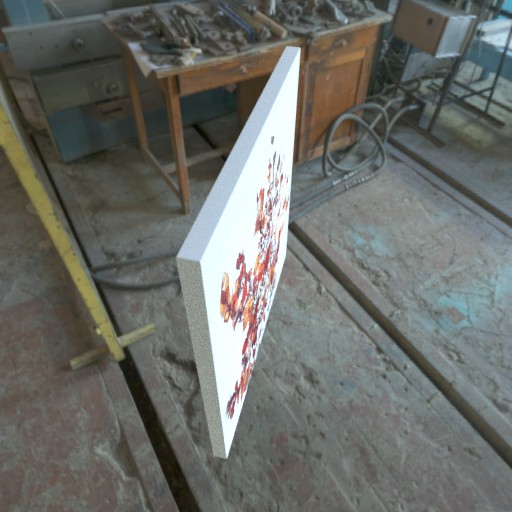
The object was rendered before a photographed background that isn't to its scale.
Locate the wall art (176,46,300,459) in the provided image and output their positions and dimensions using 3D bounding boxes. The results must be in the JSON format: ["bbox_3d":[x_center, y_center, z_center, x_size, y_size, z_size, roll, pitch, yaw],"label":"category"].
[{"bbox_3d":[0.000,0.000,1.135,0.037,0.757,0.757,11,47,10],"label":"wall art"}]
